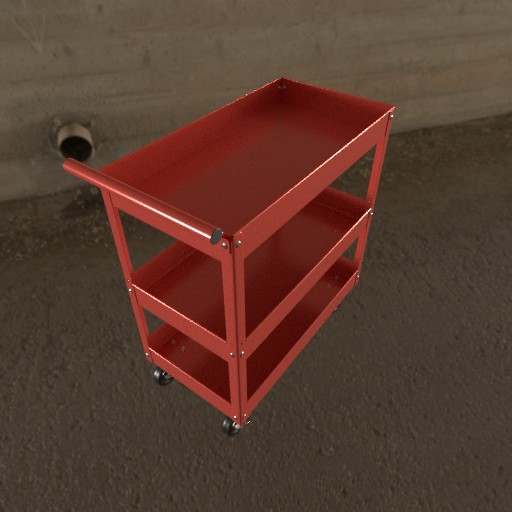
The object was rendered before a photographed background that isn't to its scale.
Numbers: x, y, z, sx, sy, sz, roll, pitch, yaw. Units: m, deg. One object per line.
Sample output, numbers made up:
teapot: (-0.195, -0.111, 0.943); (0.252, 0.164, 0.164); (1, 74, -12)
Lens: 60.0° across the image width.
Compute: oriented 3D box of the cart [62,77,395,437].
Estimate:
cart: (0.000, 0.000, 1.210); (0.366, 0.780, 0.719); (26, 47, 27)
